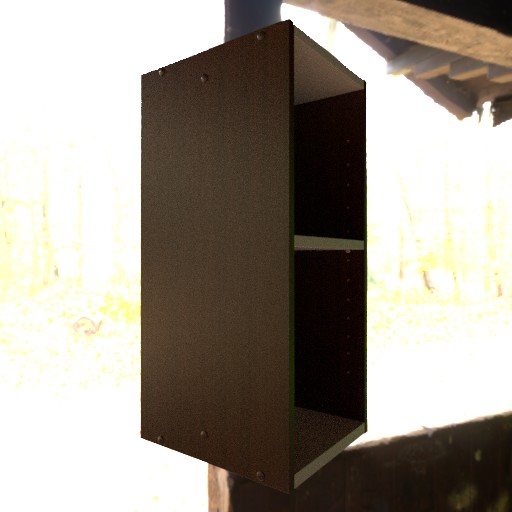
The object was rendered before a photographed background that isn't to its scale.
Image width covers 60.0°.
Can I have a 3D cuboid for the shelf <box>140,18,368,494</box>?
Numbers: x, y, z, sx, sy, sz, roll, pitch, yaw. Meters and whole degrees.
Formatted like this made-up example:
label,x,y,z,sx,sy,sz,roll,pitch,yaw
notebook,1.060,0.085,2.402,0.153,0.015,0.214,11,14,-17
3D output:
label,x,y,z,sx,sy,sz,roll,pitch,yaw
shelf,0.000,0.000,0.745,0.290,0.600,0.253,0,0,37
